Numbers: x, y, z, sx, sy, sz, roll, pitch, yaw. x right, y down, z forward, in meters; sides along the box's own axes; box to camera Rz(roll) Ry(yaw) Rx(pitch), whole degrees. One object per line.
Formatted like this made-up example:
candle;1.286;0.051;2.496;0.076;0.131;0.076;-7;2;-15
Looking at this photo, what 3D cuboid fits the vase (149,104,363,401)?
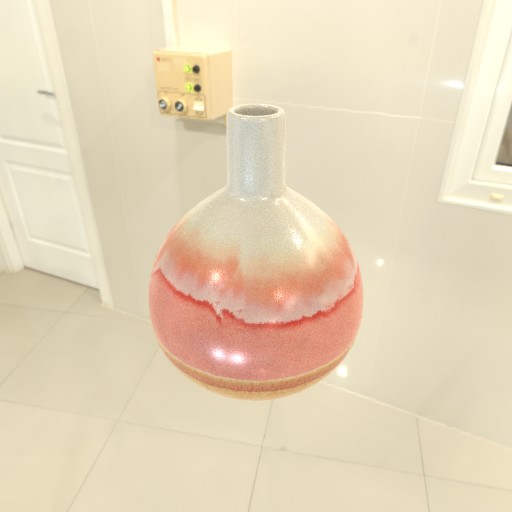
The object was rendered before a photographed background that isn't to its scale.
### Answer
vase;0.000;0.000;0.274;0.137;0.176;0.137;0;31;0
